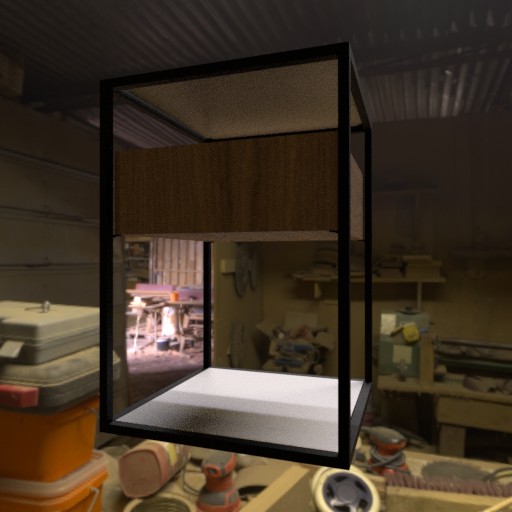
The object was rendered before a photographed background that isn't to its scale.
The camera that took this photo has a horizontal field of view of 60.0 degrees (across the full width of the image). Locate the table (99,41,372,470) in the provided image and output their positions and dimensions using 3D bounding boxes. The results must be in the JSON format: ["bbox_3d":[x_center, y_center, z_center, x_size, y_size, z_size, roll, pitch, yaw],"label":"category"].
[{"bbox_3d":[0.000,0.000,0.797,0.378,0.540,0.378,0,0,19],"label":"table"}]
